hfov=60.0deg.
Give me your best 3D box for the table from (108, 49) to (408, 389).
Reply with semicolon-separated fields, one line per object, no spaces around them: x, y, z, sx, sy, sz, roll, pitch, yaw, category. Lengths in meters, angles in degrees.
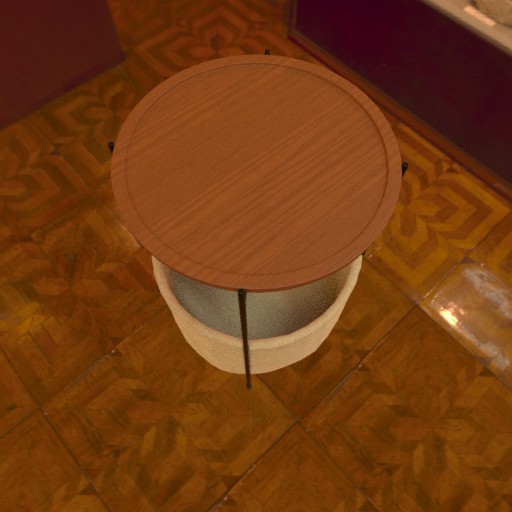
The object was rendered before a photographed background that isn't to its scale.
0.000;0.000;0.871;0.393;0.623;0.393;-37;69;-16;table
